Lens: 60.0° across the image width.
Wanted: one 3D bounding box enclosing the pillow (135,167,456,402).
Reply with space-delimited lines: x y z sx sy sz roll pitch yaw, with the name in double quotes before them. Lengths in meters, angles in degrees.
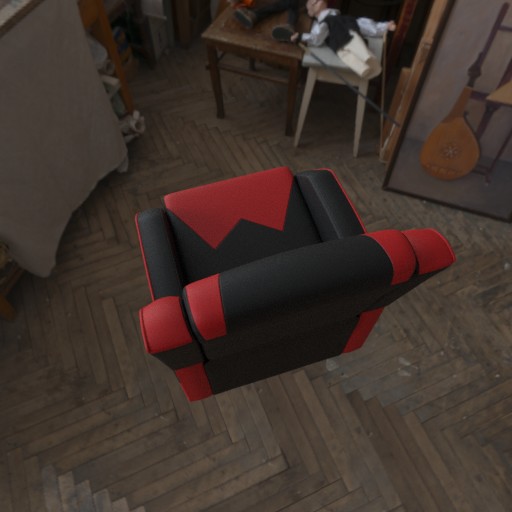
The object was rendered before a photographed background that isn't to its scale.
"pillow" 0.000 0.000 1.276 0.620 0.805 0.672 -15 60 -9
